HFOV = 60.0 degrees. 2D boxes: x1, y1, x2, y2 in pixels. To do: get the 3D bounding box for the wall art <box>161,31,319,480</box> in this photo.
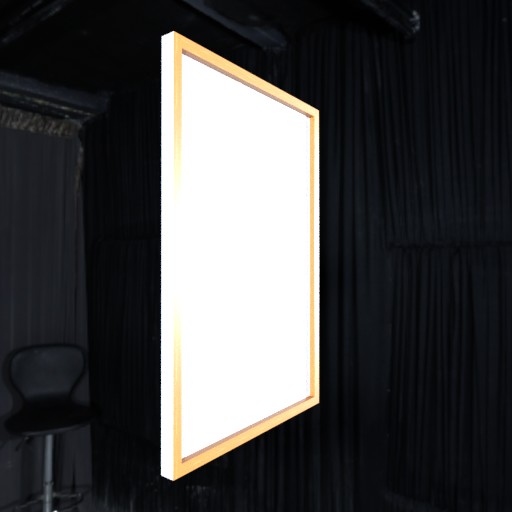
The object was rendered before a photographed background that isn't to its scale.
[{"bbox_3d":[0.000,0.000,0.767,0.025,0.608,0.405,0,0,37],"label":"wall art"}]
